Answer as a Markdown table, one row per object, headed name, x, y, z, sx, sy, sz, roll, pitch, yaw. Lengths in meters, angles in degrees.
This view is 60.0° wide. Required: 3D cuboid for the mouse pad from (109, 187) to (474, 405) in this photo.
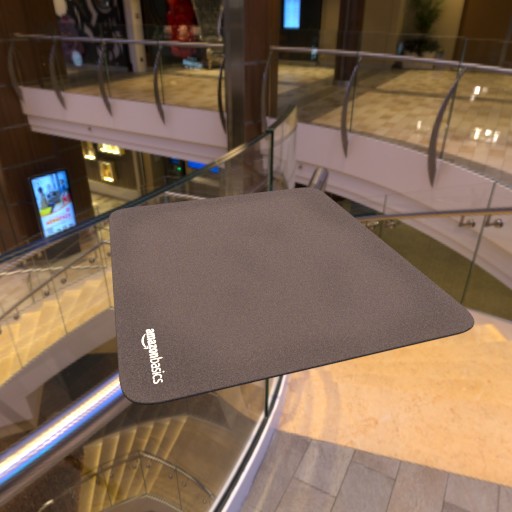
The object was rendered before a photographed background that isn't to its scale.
| name | x | y | z | sx | sy | sz | roll | pitch | yaw |
| --- | --- | --- | --- | --- | --- | --- | --- | --- | --- |
| mouse pad | 0.000 | 0.000 | 0.431 | 0.269 | 0.002 | 0.315 | -9 | 31 | -15 |
